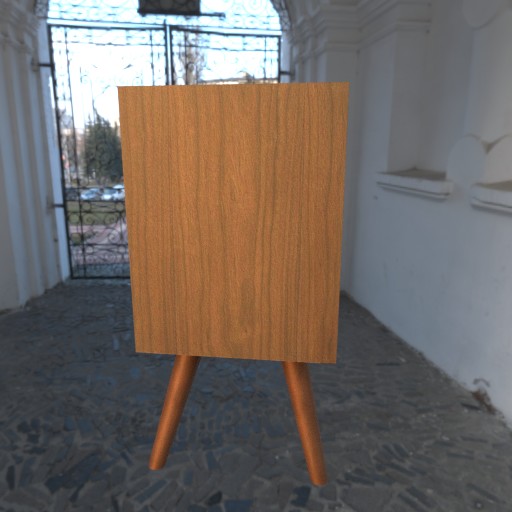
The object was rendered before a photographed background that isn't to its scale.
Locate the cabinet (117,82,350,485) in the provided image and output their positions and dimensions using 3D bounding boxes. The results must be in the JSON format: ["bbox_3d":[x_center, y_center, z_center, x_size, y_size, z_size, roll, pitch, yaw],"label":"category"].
[{"bbox_3d":[0.000,0.000,1.150,0.388,0.748,0.712,2,14,7],"label":"cabinet"}]
